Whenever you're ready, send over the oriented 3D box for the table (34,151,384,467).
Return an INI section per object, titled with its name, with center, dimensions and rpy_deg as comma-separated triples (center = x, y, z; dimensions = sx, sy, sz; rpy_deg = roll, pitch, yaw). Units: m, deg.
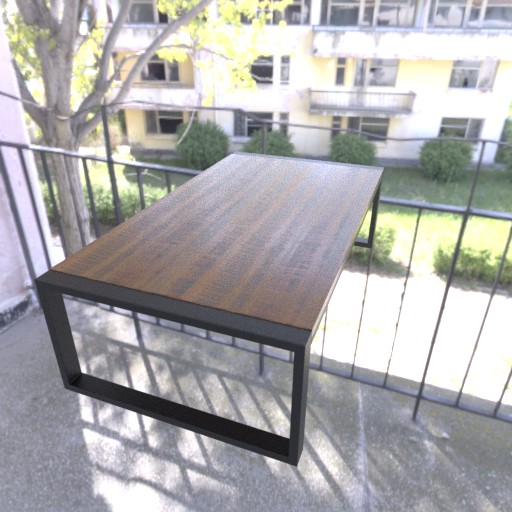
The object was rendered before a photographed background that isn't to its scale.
[table]
center = 0.000, 0.000, 1.714
dimensions = 0.750, 0.400, 1.350
rpy_deg = 11, 30, 19
